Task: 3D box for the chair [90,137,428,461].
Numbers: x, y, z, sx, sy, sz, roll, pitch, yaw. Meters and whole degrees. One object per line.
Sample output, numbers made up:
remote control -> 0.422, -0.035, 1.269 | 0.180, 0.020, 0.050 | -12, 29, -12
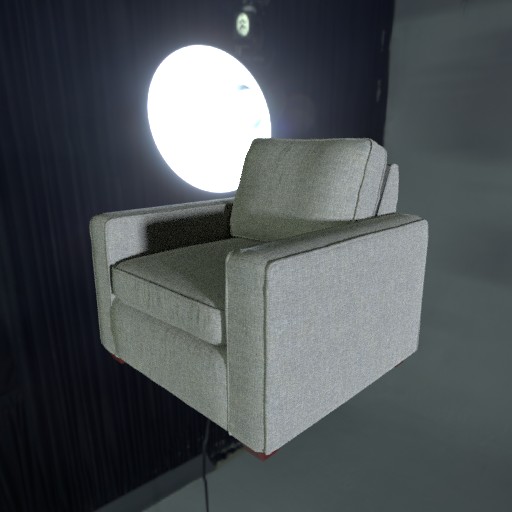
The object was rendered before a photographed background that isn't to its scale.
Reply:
chair -> 0.000, 0.000, 1.765 | 0.940, 0.914, 1.016 | -14, 21, -43
